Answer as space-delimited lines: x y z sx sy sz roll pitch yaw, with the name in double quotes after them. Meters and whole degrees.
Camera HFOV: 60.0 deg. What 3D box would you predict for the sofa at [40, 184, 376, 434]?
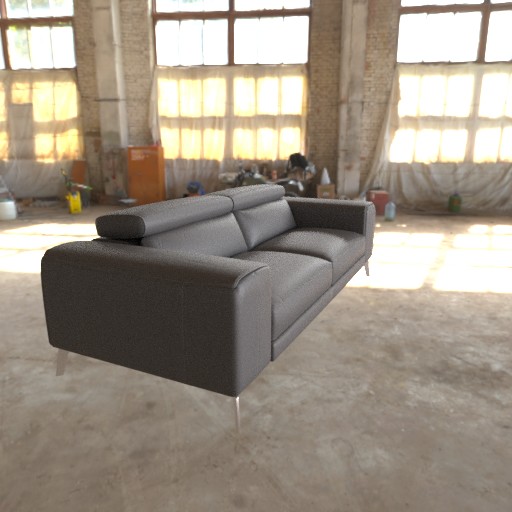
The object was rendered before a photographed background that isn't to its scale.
0.000 0.000 2.774 1.023 0.759 2.321 7 16 25 "sofa"
